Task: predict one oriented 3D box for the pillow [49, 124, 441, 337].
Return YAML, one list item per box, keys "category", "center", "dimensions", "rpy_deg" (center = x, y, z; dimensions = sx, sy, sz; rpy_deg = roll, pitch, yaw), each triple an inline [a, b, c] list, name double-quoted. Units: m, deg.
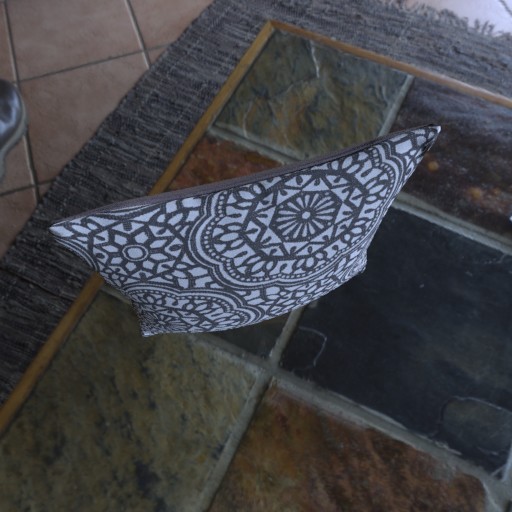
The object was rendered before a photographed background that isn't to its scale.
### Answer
- category: "pillow"
  center: [0.000, 0.000, 0.647]
  dimensions: [0.436, 0.417, 0.148]
  rpy_deg: [-16, 66, -7]
